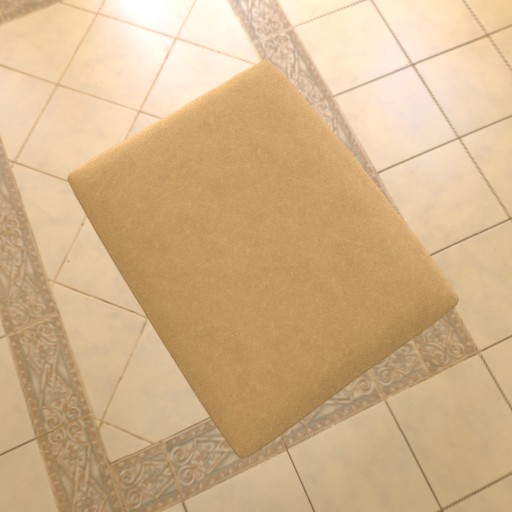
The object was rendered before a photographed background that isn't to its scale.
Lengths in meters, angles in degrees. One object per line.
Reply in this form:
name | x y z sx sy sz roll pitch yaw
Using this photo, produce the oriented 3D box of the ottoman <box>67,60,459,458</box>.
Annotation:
ottoman | 0.000 0.000 1.147 0.584 0.513 0.741 -33 78 -8
